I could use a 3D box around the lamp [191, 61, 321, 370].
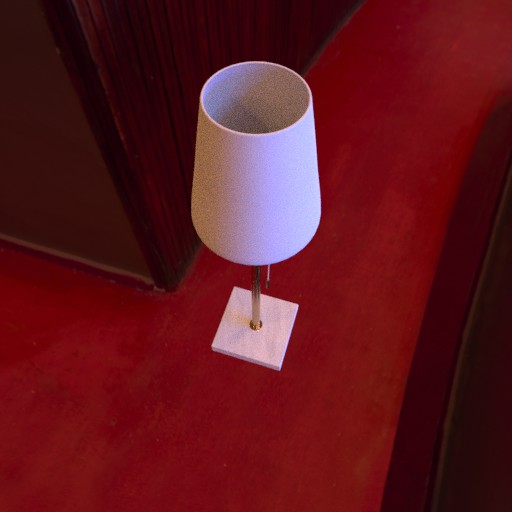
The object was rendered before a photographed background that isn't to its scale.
[{"bbox_3d":[0.000,0.000,0.733,0.181,0.639,0.181,15,60,9],"label":"lamp"}]
